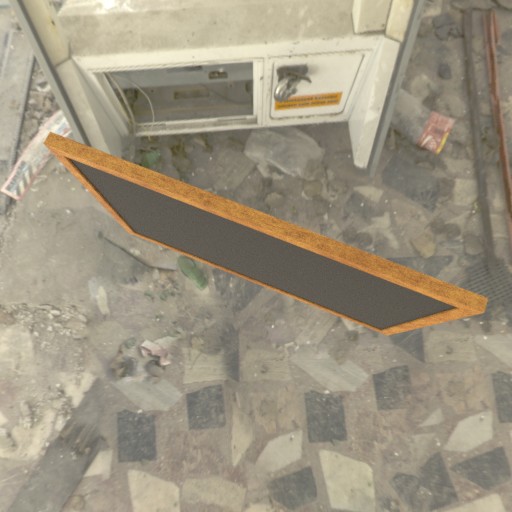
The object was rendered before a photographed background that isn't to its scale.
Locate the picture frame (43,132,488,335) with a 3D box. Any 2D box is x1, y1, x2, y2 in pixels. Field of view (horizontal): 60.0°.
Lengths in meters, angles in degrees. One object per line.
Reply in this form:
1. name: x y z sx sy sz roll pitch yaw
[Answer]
1. picture frame: 0.000 0.000 1.166 0.922 0.621 0.029 21 77 5
